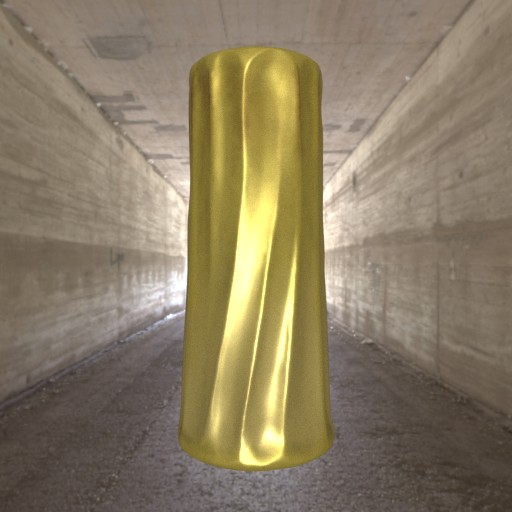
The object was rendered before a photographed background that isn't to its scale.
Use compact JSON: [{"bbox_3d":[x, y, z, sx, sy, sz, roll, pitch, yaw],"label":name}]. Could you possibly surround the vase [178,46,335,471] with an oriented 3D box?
[{"bbox_3d":[0.000,0.000,0.175,0.061,0.143,0.061,0,-1,0],"label":"vase"}]
